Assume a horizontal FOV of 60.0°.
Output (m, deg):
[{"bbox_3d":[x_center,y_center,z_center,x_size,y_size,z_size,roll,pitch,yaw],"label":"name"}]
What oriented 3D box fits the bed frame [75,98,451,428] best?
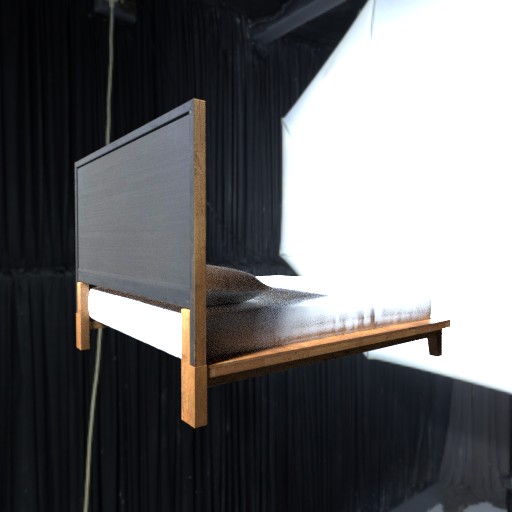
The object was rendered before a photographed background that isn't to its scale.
[{"bbox_3d":[0.000,0.000,3.546,2.235,1.537,2.038,-1,2,-37],"label":"bed frame"}]
